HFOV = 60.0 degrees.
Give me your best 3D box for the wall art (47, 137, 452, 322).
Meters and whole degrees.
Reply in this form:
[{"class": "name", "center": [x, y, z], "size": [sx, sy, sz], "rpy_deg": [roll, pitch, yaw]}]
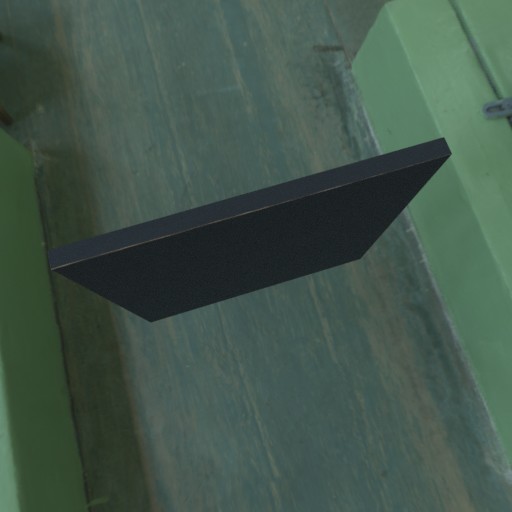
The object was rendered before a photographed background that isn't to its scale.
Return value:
[{"class": "wall art", "center": [0.000, 0.000, 1.176], "size": [0.762, 0.762, 0.038], "rpy_deg": [-17, 75, -4]}]
